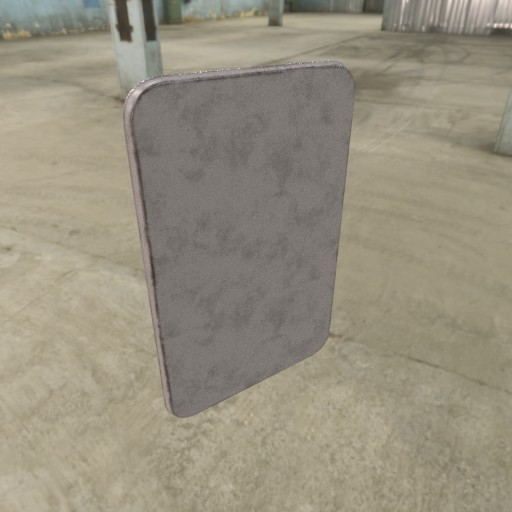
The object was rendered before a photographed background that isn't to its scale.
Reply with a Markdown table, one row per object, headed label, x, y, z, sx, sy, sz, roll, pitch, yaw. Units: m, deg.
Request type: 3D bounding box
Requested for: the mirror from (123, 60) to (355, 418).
| label | x | y | z | sx | sy | sz | roll | pitch | yaw |
| --- | --- | --- | --- | --- | --- | --- | --- | --- | --- |
| mirror | 0.000 | 0.000 | 0.903 | 0.461 | 0.713 | 0.024 | -19 | 35 | -29 |
